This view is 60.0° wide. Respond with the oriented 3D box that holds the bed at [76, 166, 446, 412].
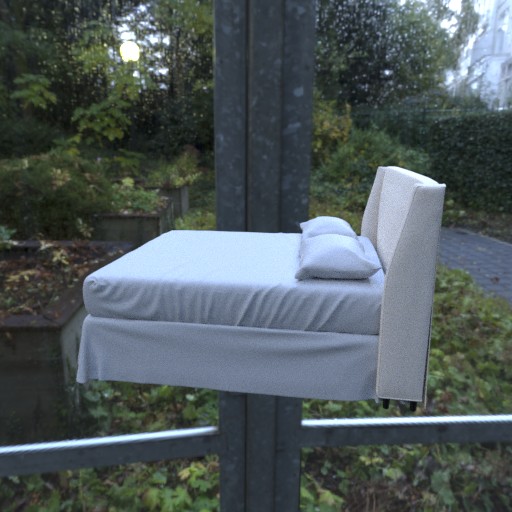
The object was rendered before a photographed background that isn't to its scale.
[{"bbox_3d":[0.000,0.000,3.463,2.276,1.332,1.925,2,14,9],"label":"bed"}]
